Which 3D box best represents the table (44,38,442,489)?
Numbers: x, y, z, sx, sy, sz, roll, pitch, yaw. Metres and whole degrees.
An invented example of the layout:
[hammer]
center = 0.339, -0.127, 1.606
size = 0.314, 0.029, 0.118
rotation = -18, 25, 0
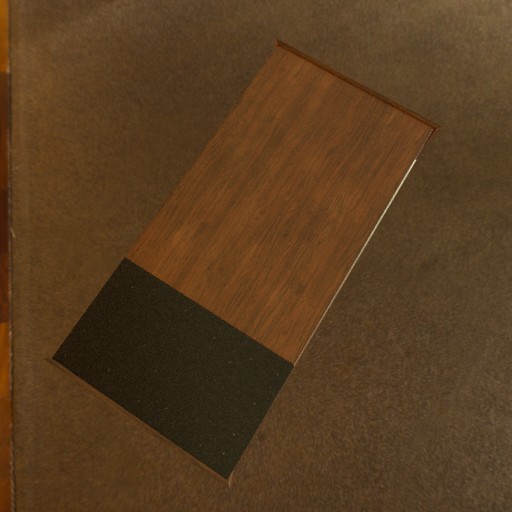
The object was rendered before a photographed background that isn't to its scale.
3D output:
[table]
center = 0.000, 0.000, 1.545
size = 0.610, 0.508, 1.221
rotation = 31, 78, 7
